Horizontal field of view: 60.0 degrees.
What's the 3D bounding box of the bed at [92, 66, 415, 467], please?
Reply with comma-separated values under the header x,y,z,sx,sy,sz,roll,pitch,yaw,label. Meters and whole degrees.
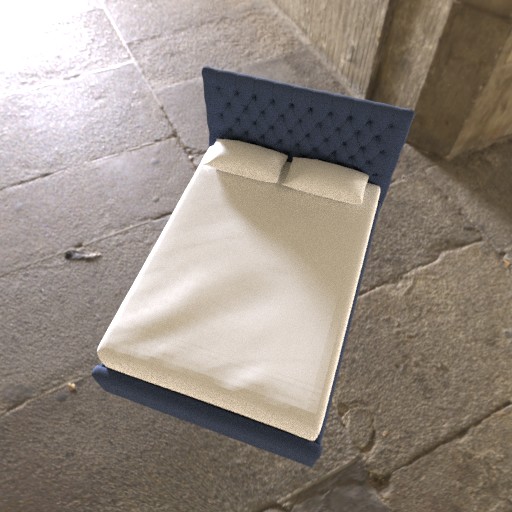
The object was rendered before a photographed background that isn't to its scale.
x,y,z,sx,sy,sz,roll,pitch,yaw,label
0.000,0.000,3.398,1.706,1.427,2.387,16,58,10,bed
